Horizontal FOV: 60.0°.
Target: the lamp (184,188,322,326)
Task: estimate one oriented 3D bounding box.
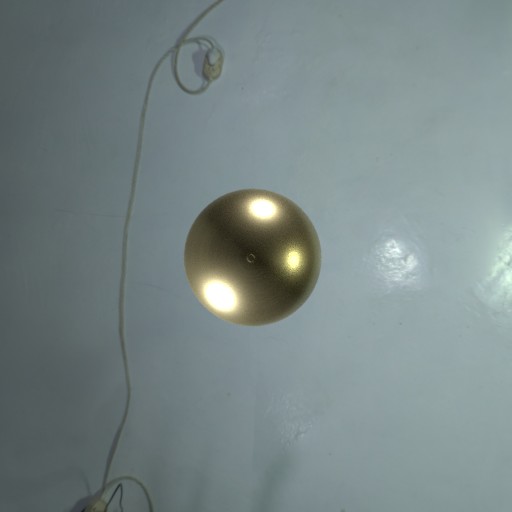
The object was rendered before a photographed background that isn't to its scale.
[{"bbox_3d":[0.000,0.000,1.633,0.328,1.480,0.328,0,90,1],"label":"lamp"}]
